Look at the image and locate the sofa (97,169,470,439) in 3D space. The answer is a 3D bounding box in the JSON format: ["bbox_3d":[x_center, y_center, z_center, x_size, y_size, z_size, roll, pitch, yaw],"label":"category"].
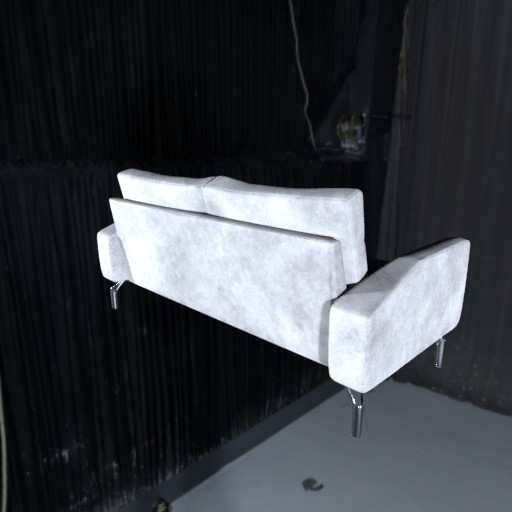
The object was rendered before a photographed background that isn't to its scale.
[{"bbox_3d":[0.000,0.000,2.310,1.837,0.859,0.849,14,21,43],"label":"sofa"}]
